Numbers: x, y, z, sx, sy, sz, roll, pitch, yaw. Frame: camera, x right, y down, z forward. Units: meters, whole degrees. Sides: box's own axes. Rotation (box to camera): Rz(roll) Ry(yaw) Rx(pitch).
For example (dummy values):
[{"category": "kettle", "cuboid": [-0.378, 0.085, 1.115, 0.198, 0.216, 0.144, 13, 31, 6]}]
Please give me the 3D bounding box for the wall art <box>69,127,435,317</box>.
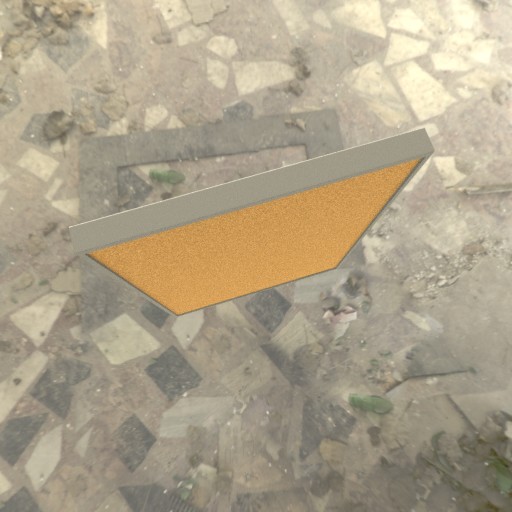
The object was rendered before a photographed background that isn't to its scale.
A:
[{"category": "wall art", "cuboid": [0.000, 0.000, 0.970, 0.511, 0.753, 0.039, -16, 76, -4]}]
